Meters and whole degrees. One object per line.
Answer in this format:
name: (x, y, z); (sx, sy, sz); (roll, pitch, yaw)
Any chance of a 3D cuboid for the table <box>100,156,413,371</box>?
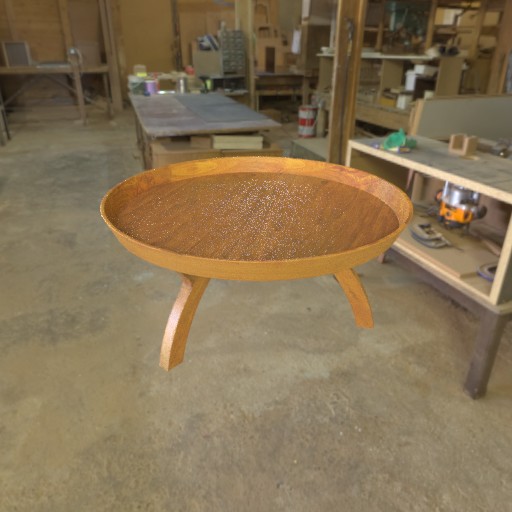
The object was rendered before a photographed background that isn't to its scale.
table: (0.000, 0.000, 1.582); (1.016, 0.470, 1.016); (0, 26, 0)
